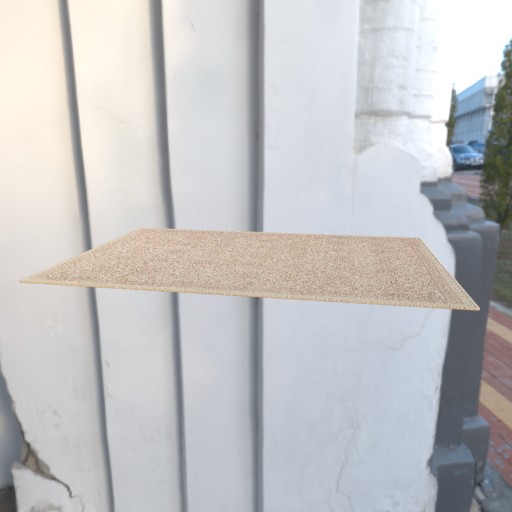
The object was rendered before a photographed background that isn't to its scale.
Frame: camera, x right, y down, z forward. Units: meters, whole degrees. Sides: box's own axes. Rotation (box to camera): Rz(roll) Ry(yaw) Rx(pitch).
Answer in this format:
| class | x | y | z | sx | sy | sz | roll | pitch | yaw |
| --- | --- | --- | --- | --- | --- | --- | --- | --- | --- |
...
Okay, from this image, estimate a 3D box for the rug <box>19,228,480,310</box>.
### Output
| class | x | y | z | sx | sy | sz | roll | pitch | yaw |
| --- | --- | --- | --- | --- | --- | --- | --- | --- | --- |
| rug | 0.000 | 0.000 | 2.299 | 1.829 | 0.010 | 1.219 | 3 | 15 | 10 |
